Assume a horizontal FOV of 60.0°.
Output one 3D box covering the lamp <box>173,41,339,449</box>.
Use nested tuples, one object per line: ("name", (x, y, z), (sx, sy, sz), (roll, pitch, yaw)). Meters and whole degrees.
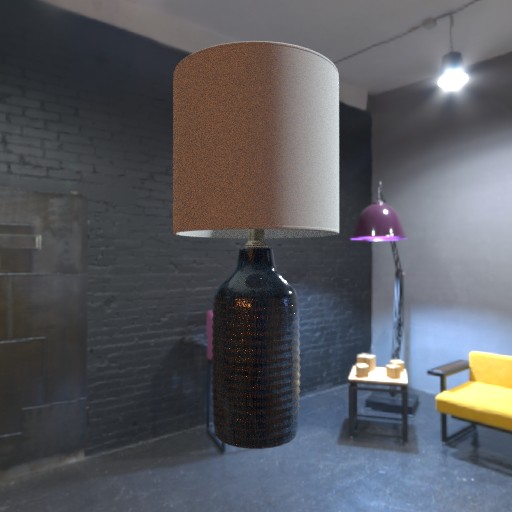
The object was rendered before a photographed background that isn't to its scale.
("lamp", (0.000, 0.000, 0.599), (0.220, 0.475, 0.220), (0, -1, -38))
